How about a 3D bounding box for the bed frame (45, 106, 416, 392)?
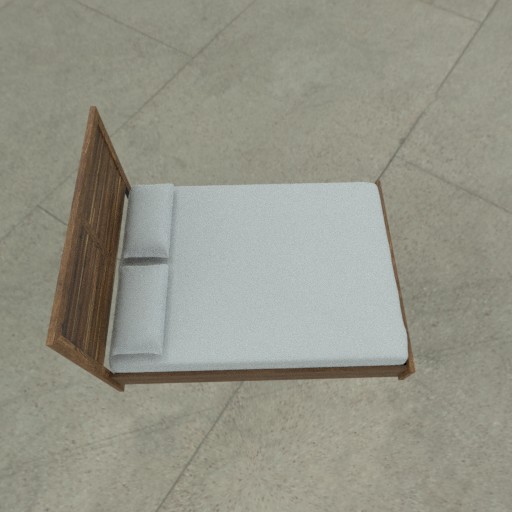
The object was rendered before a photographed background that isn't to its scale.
[{"bbox_3d":[0.000,0.000,3.362,2.276,1.417,1.696,-1,63,-1],"label":"bed frame"}]
